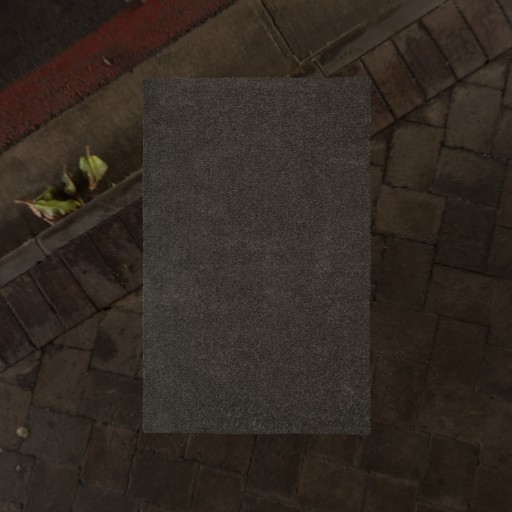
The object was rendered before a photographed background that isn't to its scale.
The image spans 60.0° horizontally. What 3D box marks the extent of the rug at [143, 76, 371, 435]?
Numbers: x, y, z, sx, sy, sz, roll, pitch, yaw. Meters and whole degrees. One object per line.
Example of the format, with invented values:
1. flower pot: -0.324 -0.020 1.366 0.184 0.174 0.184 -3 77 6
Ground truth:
1. rug: 0.000 0.000 2.929 1.502 0.025 2.350 0 90 1
